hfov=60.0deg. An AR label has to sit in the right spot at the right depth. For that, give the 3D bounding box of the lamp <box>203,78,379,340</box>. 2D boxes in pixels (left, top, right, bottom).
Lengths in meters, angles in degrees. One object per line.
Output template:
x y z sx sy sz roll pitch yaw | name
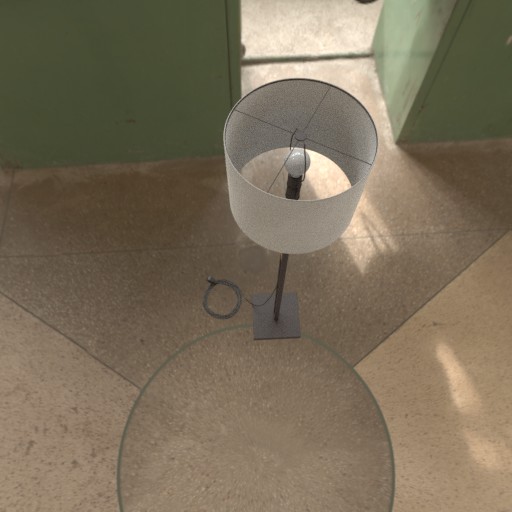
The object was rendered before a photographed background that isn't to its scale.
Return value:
0.000 0.000 1.923 0.639 1.650 0.474 -3 65 -1 | lamp
